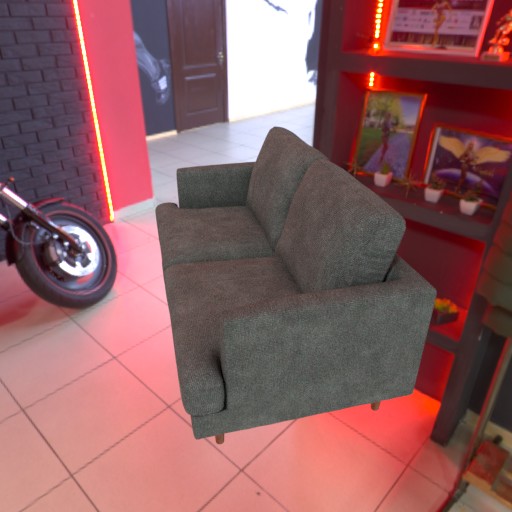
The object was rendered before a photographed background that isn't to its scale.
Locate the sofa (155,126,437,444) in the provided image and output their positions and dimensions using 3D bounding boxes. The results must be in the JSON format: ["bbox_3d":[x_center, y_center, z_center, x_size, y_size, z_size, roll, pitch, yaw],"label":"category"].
[{"bbox_3d":[0.000,0.000,2.171,0.903,0.956,1.582,-7,30,-12],"label":"sofa"}]
